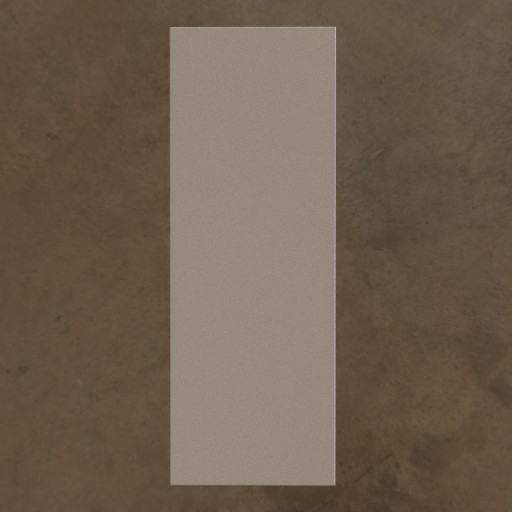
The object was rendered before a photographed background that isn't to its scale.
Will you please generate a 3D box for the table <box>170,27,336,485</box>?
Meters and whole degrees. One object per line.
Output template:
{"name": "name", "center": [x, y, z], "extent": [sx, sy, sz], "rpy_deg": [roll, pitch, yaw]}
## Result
{"name": "table", "center": [0.000, 0.000, 1.409], "extent": [0.397, 0.753, 1.068], "rpy_deg": [0, 90, 0]}
